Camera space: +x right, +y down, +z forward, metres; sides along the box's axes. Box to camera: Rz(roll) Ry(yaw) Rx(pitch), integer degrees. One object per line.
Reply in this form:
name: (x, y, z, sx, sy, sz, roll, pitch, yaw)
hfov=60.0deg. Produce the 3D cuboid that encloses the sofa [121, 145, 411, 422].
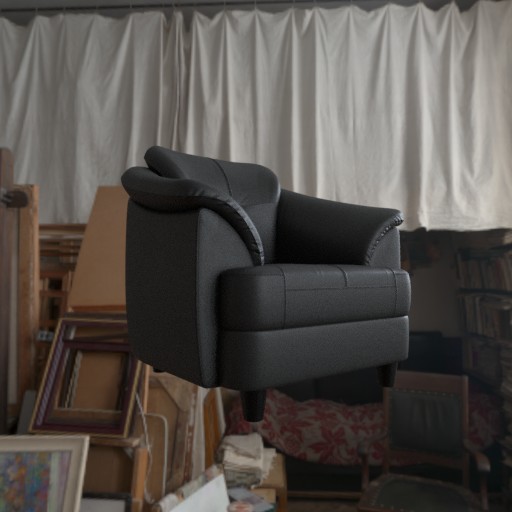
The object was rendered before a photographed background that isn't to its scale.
sofa: (0.000, 0.000, 1.490, 0.870, 0.811, 0.794, 2, -3, -37)
